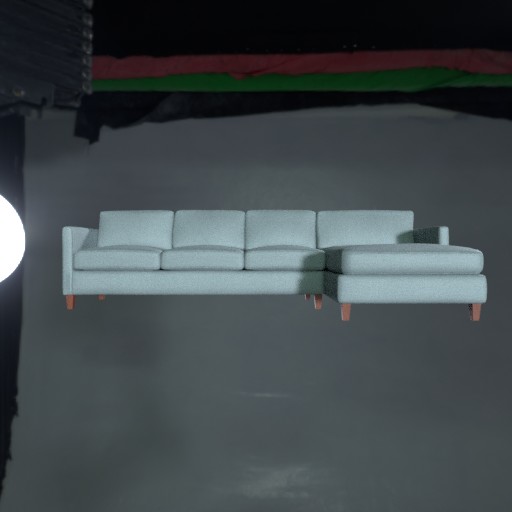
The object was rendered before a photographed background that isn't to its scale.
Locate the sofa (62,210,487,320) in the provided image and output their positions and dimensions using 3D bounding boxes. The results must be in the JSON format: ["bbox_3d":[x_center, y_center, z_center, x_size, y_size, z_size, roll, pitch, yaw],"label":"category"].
[{"bbox_3d":[0.000,0.000,4.046,3.471,0.950,1.604,0,1,0],"label":"sofa"}]
